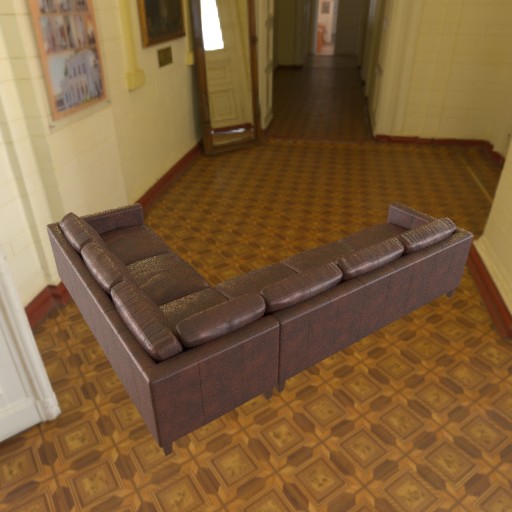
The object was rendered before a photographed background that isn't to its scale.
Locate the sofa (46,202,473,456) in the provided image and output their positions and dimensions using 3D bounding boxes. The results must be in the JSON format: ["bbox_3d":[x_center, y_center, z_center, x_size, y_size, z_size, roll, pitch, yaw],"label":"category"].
[{"bbox_3d":[0.000,0.000,4.235,3.152,0.836,2.438,-19,35,-30],"label":"sofa"}]
